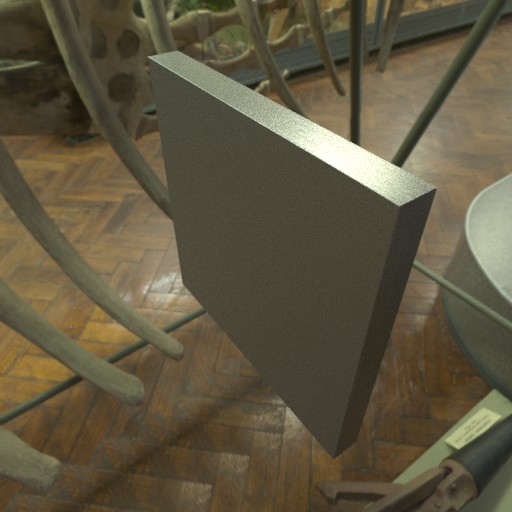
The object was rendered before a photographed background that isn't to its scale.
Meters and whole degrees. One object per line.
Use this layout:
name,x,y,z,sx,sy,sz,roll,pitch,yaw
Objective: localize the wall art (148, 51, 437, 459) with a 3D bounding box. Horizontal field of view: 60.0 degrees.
wall art,0.000,0.000,0.502,0.038,0.350,0.350,-26,48,-26
